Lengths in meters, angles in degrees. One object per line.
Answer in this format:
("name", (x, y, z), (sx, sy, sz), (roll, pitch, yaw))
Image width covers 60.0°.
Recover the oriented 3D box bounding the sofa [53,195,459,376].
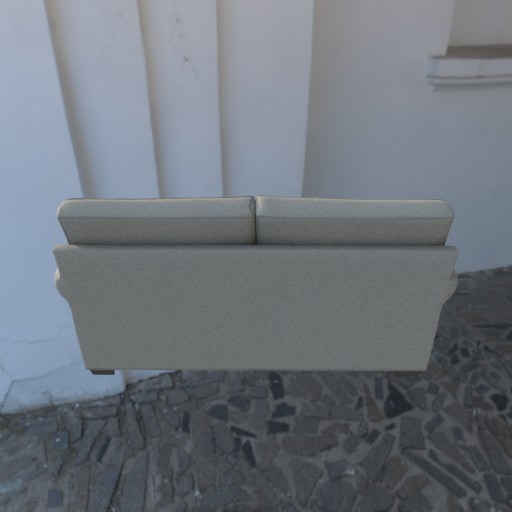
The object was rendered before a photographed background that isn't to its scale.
("sofa", (0.000, 0.000, 2.438), (1.930, 0.952, 0.940), (0, 29, 0))
